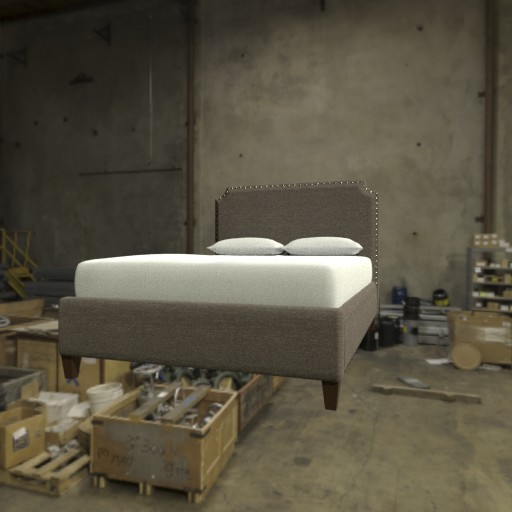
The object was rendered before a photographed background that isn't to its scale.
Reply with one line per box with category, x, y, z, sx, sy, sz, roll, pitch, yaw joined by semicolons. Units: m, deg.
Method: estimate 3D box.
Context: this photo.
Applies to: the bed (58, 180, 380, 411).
bed;0.000;0.000;3.476;1.713;1.457;2.381;0;1;19
